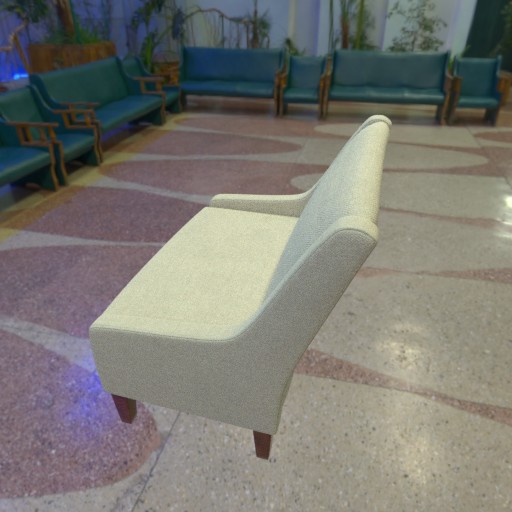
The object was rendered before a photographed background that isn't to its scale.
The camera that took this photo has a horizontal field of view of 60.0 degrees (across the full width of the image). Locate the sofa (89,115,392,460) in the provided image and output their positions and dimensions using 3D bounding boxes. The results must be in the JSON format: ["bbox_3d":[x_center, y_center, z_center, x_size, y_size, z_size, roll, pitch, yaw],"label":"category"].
[{"bbox_3d":[0.000,0.000,1.877,0.946,0.976,1.212,8,31,14],"label":"sofa"}]
